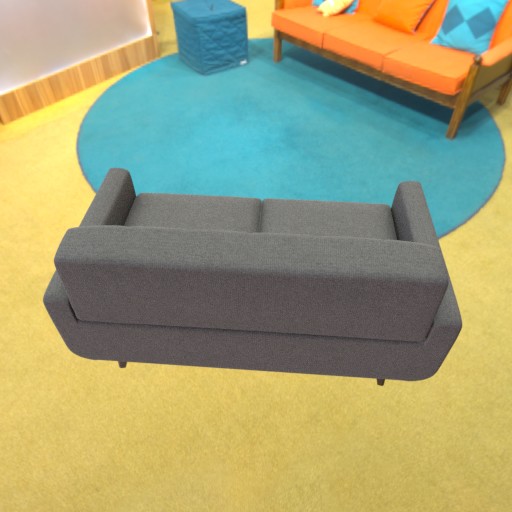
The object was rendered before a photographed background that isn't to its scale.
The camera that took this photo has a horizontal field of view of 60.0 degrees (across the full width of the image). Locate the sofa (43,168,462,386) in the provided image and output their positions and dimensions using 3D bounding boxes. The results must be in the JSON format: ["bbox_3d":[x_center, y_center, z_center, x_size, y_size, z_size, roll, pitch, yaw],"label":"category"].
[{"bbox_3d":[0.000,0.000,2.106,1.631,0.841,0.909,3,46,3],"label":"sofa"}]
